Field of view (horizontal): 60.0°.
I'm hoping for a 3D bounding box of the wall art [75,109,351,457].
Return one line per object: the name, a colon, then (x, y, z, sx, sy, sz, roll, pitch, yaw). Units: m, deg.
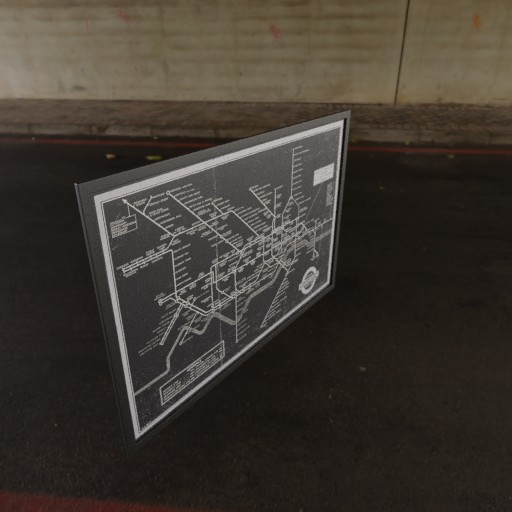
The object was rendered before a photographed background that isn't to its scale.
wall art: (0.000, 0.000, 1.505, 0.013, 0.811, 1.192, 20, 33, 33)
